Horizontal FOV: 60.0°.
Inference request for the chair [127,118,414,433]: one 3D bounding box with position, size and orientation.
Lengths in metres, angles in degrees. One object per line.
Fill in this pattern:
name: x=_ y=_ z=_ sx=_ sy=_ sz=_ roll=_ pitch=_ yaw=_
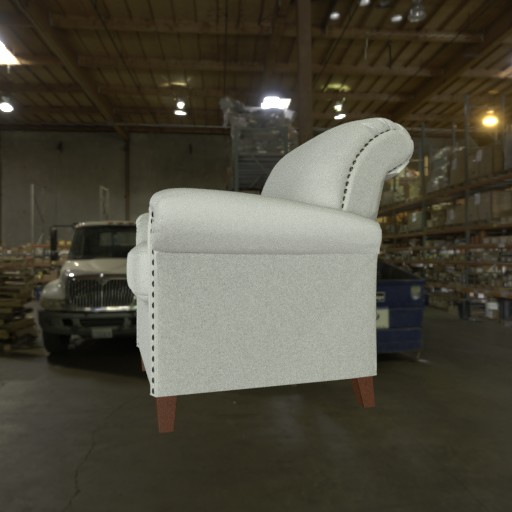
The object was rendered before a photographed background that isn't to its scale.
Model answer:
chair: x=0.000 y=0.000 z=1.607 sx=0.890 sy=0.927 sz=0.854 roll=0 pitch=0 yaw=-18
